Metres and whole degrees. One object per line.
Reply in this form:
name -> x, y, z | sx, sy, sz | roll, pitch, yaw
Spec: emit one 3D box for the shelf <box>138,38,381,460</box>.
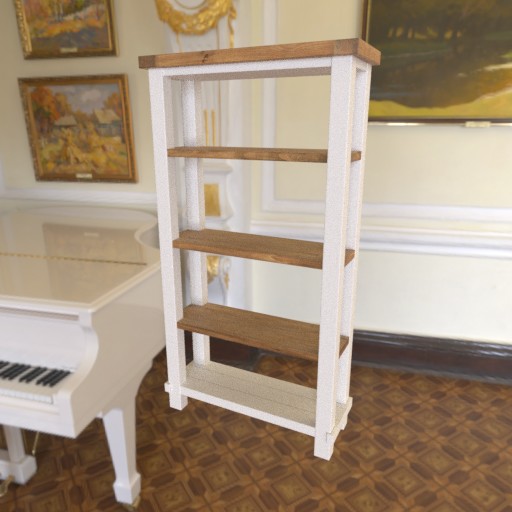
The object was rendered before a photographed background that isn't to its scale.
shelf -> 0.000, 0.000, 2.245 | 1.022, 1.878, 0.381 | 8, 18, 25
